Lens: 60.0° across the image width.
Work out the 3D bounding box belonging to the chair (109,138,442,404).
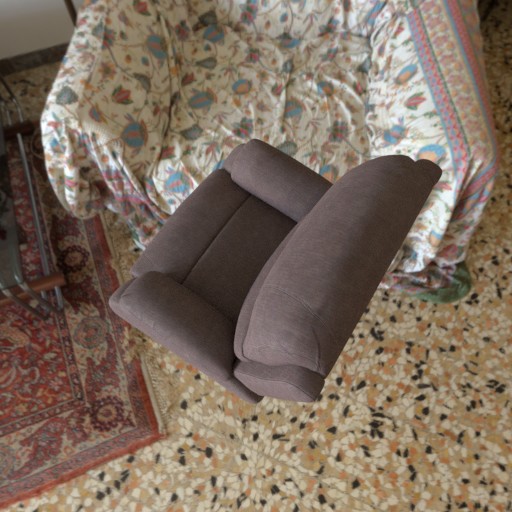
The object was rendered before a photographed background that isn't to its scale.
[{"bbox_3d":[0.000,0.000,1.733,0.899,1.011,0.930,30,68,14],"label":"chair"}]
